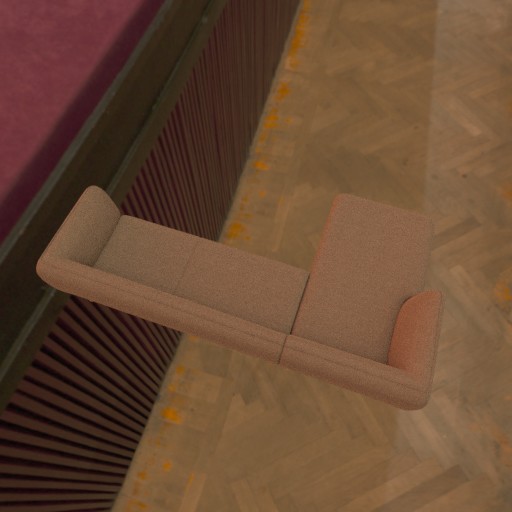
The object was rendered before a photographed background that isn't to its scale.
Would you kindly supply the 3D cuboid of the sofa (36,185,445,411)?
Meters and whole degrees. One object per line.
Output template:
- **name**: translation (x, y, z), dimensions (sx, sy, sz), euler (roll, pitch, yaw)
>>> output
- **sofa**: translation (0.000, 0.000, 3.360), dimensions (2.653, 0.693, 1.532), euler (17, 63, 9)
